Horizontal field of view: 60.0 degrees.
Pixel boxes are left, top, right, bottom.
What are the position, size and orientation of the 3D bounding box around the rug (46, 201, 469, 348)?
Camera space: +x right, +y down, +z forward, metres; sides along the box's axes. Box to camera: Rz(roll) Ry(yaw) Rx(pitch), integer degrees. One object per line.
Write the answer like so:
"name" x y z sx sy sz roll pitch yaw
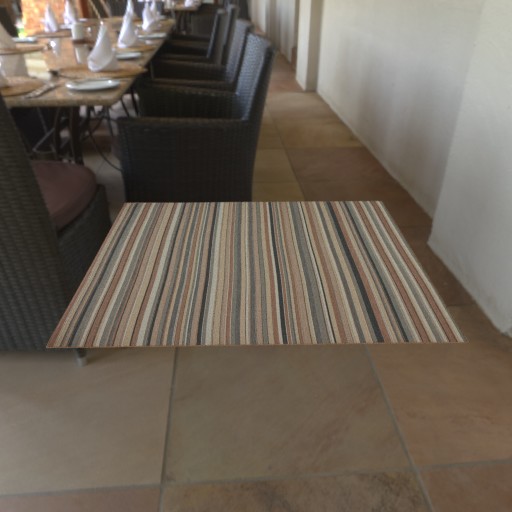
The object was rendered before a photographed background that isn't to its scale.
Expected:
"rug" 0.000 0.000 4.213 3.045 0.011 2.436 -1 32 -1
